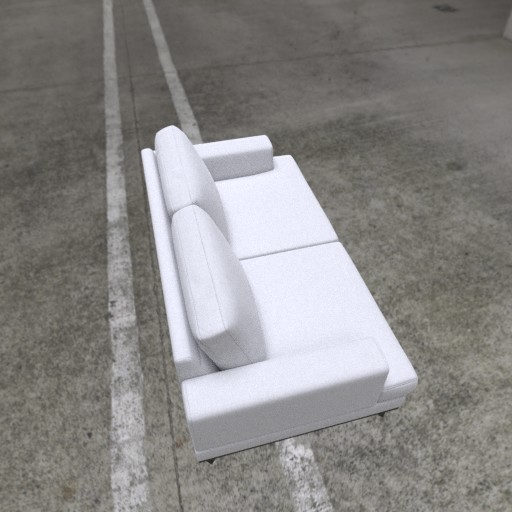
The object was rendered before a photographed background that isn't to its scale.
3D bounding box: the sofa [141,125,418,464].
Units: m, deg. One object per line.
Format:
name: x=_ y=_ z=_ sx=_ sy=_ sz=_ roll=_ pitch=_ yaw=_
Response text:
sofa: x=0.000 y=0.000 z=2.203 sx=0.920 sy=0.810 sz=1.650 roll=-11 pitch=47 yaw=-10
